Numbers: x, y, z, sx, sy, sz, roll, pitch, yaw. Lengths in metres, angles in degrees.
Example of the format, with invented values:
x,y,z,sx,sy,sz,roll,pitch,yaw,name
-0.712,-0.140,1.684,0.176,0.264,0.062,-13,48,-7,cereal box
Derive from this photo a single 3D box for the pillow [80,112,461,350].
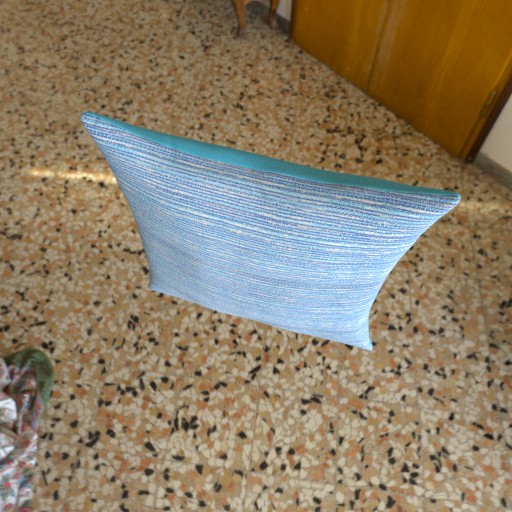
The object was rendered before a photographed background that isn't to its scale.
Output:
x,y,z,sx,sy,sz,roll,pitch,yaw,name
0.000,0.000,0.774,0.514,0.497,0.150,14,58,9,pillow
